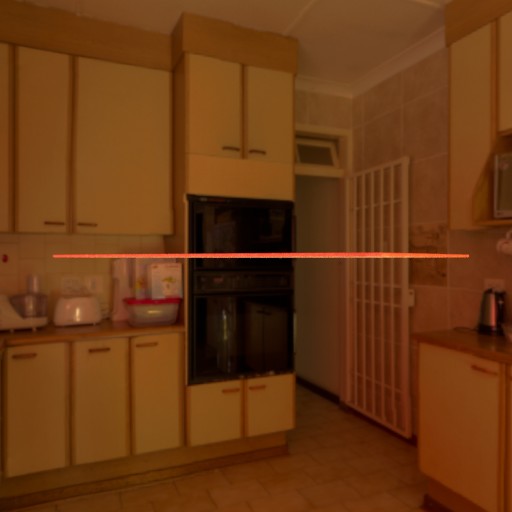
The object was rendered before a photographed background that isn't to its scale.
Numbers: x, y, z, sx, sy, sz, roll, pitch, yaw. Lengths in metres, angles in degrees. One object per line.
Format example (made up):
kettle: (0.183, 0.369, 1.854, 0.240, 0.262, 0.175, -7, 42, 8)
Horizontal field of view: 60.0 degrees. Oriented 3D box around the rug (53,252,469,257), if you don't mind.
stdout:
rug: (0.000, 0.000, 2.338, 1.829, 0.014, 1.219, 0, 0, 37)
